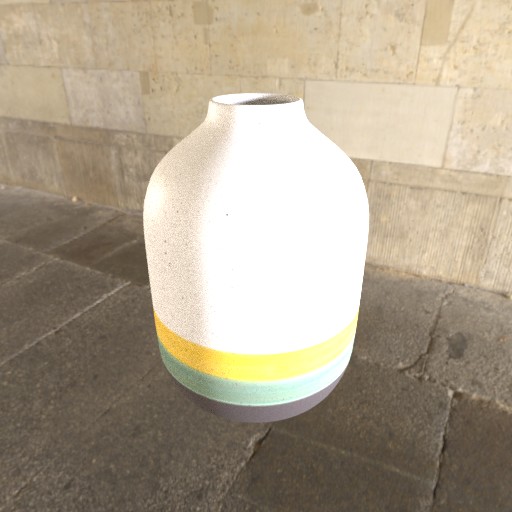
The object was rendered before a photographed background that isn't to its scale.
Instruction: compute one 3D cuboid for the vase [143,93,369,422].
[{"bbox_3d":[0.000,0.000,0.356,0.169,0.240,0.169,0,27,0],"label":"vase"}]
